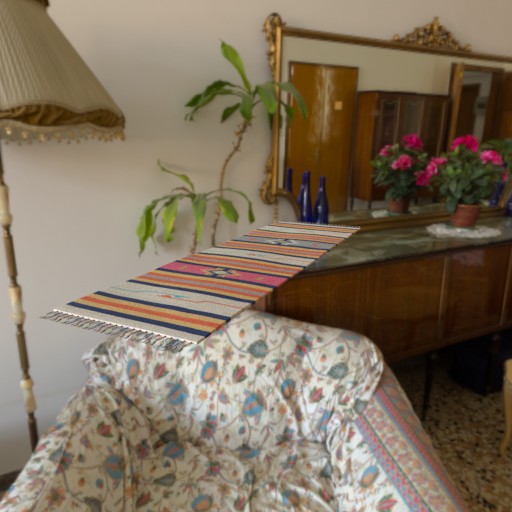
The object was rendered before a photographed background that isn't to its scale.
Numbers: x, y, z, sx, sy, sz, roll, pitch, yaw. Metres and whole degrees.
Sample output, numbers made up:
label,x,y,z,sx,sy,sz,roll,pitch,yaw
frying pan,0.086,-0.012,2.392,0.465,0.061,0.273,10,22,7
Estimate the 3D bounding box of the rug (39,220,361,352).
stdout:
label,x,y,z,sx,sy,sz,roll,pitch,yaw
rug,0.000,0.000,2.647,0.695,0.017,2.455,7,16,26
